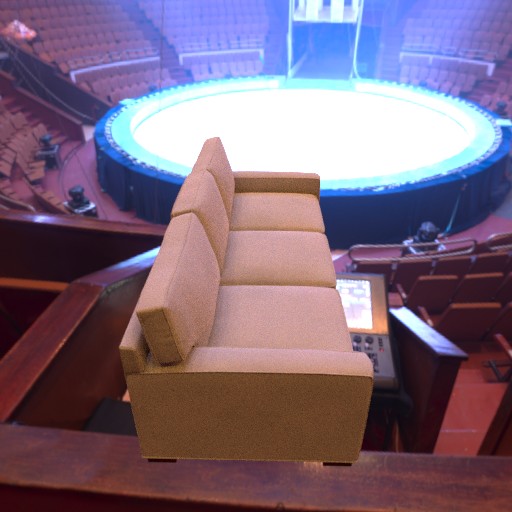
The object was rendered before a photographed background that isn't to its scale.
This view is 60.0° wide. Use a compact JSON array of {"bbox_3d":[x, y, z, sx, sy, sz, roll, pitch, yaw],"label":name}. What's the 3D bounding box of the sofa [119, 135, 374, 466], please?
[{"bbox_3d":[0.000,0.000,2.577,0.935,0.862,2.088,1,31,1],"label":"sofa"}]
